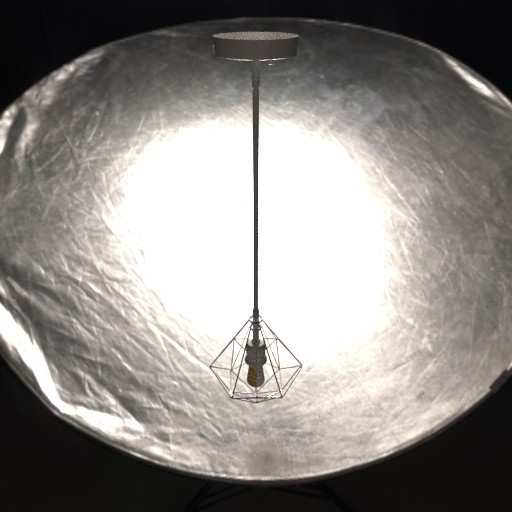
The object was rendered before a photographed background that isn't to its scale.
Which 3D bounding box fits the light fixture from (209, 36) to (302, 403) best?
[{"bbox_3d":[0.000,0.000,1.974,0.487,1.764,0.431,-1,31,-1],"label":"light fixture"}]
